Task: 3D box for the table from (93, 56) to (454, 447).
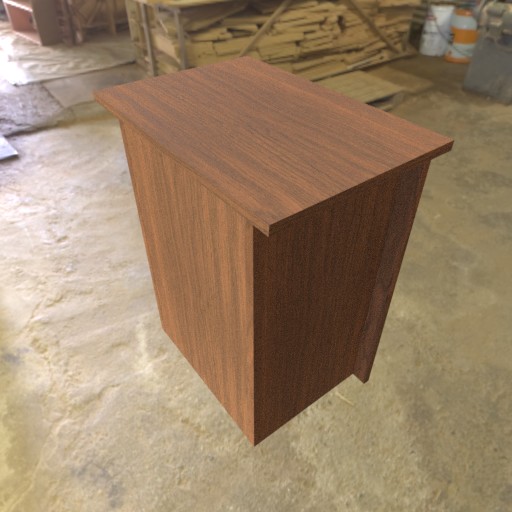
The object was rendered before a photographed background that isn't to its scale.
[{"bbox_3d":[0.000,0.000,1.068,0.406,0.711,0.589,-26,47,-27],"label":"table"}]
